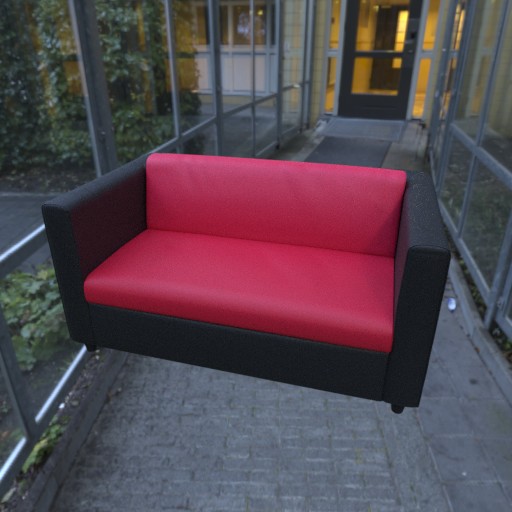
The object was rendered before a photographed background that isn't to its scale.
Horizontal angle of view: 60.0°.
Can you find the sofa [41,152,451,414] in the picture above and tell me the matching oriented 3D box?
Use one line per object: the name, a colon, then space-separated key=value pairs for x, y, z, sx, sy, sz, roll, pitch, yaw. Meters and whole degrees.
sofa: x=0.000 y=0.000 z=1.930 sx=1.410 sy=0.735 sz=0.845 roll=7 pitch=27 yaw=14
